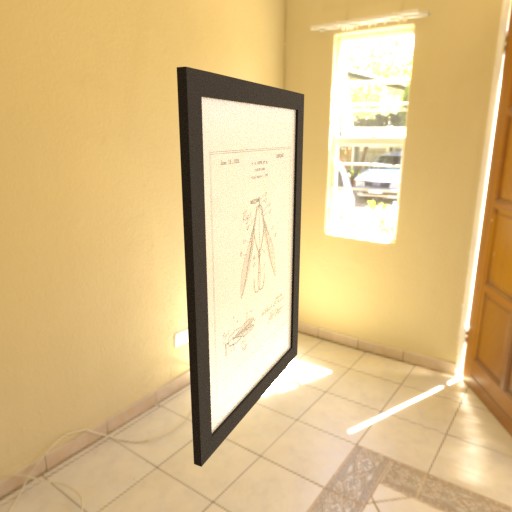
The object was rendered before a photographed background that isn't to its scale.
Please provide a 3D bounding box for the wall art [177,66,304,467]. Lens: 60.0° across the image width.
[{"bbox_3d":[0.000,0.000,0.734,0.013,0.534,0.380,7,17,25],"label":"wall art"}]
